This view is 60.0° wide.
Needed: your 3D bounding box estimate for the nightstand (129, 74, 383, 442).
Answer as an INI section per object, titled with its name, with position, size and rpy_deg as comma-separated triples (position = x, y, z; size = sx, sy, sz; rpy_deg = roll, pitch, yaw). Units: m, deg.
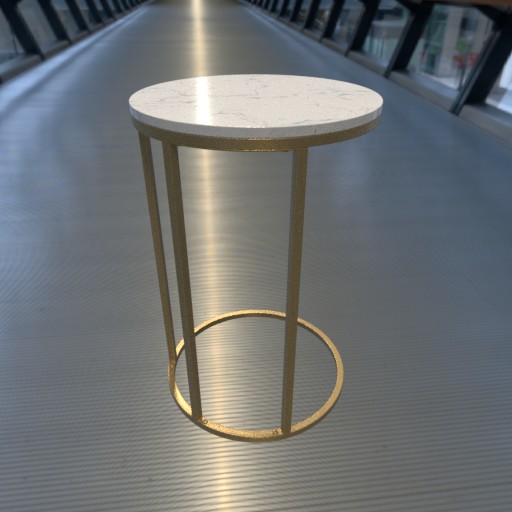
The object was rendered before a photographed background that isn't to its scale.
[nightstand]
position = 0.000, 0.000, 0.874
size = 0.400, 0.610, 0.400
rpy_deg = 22, 37, 32
